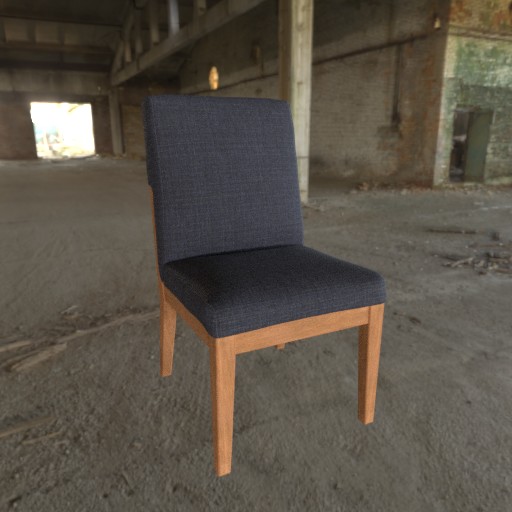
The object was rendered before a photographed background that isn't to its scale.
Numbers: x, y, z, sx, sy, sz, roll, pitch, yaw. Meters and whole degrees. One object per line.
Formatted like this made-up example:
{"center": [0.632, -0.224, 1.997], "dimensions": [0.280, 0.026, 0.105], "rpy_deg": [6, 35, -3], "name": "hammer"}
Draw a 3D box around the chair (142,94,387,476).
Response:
{"center": [0.000, 0.000, 1.286], "dimensions": [0.507, 0.911, 0.586], "rpy_deg": [-8, 17, -26], "name": "chair"}
